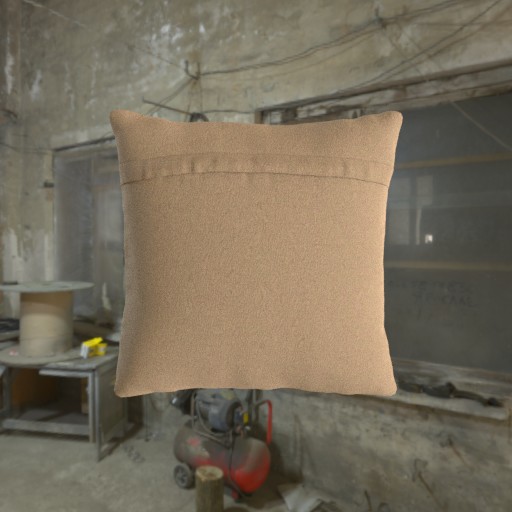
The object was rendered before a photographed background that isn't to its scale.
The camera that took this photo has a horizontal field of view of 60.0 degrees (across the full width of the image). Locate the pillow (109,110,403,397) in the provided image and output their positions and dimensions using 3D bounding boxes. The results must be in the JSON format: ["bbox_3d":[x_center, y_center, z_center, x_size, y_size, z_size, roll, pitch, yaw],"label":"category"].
[{"bbox_3d":[0.000,0.000,0.710,0.459,0.458,0.181,0,1,-1],"label":"pillow"}]
